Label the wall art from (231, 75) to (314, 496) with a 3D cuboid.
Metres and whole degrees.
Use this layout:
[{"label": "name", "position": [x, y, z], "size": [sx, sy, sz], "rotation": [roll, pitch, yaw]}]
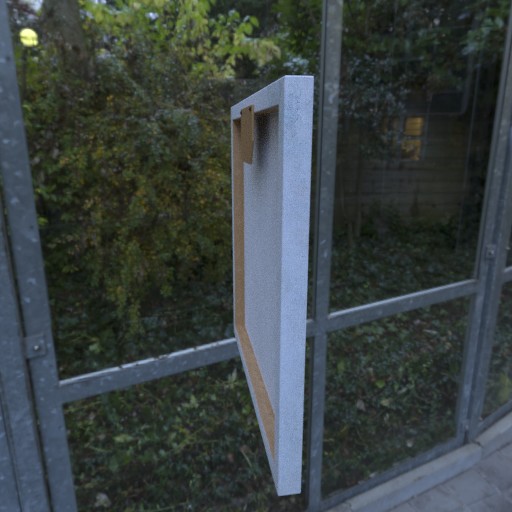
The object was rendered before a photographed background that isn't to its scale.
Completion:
[{"label": "wall art", "position": [0.000, 0.000, 0.894], "size": [0.044, 0.605, 0.605], "rotation": [-2, 15, -9]}]
